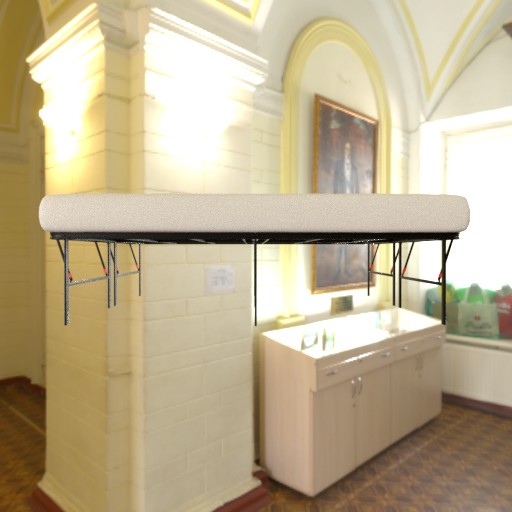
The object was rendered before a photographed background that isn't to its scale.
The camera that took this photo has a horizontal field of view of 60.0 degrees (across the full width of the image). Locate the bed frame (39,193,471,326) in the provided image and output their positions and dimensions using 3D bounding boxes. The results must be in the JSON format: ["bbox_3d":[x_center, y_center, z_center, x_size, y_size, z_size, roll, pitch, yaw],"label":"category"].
[{"bbox_3d":[0.000,0.000,2.899,2.151,0.667,1.584,0,1,0],"label":"bed frame"}]
